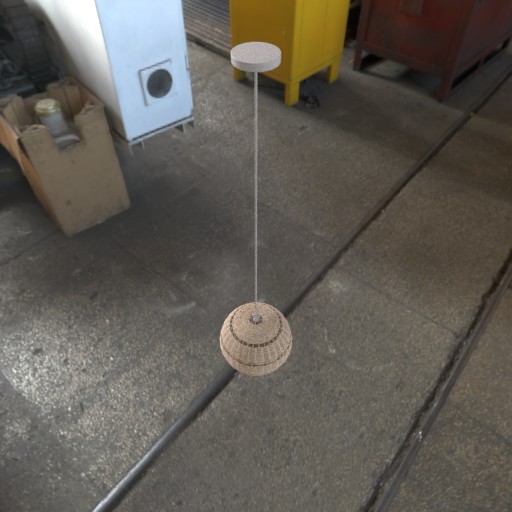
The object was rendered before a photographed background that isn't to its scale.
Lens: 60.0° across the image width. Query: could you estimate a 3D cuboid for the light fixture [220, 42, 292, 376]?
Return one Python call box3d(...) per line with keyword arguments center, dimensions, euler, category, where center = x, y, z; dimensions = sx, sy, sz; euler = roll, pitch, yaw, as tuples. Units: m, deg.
box3d(center=(0.000, 0.000, 2.220), dimensions=(0.457, 2.019, 0.457), euler=(4, 48, 4), category="light fixture")
